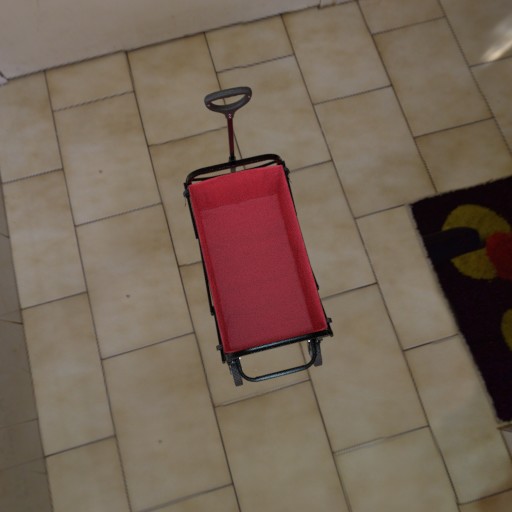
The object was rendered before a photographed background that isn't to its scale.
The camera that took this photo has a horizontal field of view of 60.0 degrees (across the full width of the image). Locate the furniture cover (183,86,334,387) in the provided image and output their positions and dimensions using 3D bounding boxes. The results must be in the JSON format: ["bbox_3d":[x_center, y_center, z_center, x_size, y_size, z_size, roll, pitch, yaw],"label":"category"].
[{"bbox_3d":[0.000,0.000,1.906,0.532,1.295,1.038,-13,76,-3],"label":"furniture cover"}]
